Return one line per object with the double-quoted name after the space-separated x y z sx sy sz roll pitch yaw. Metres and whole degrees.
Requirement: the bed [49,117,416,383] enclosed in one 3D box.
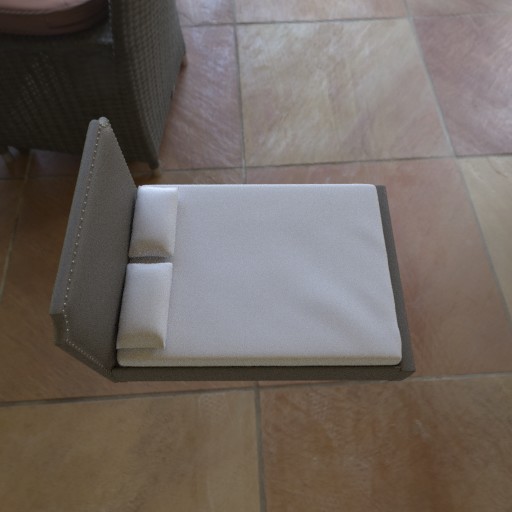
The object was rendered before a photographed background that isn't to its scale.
0.000 0.000 3.416 2.372 1.443 1.712 0 63 0 "bed"
